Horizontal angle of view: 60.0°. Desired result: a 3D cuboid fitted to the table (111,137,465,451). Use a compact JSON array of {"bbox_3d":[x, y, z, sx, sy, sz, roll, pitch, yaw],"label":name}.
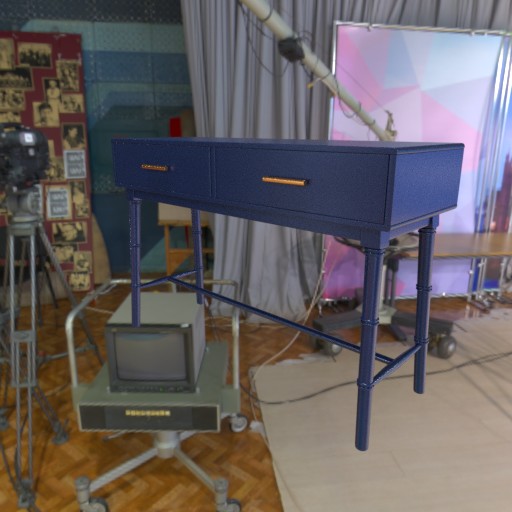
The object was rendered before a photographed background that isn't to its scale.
[{"bbox_3d":[0.000,0.000,1.483,1.118,0.749,0.399,15,22,41],"label":"table"}]
